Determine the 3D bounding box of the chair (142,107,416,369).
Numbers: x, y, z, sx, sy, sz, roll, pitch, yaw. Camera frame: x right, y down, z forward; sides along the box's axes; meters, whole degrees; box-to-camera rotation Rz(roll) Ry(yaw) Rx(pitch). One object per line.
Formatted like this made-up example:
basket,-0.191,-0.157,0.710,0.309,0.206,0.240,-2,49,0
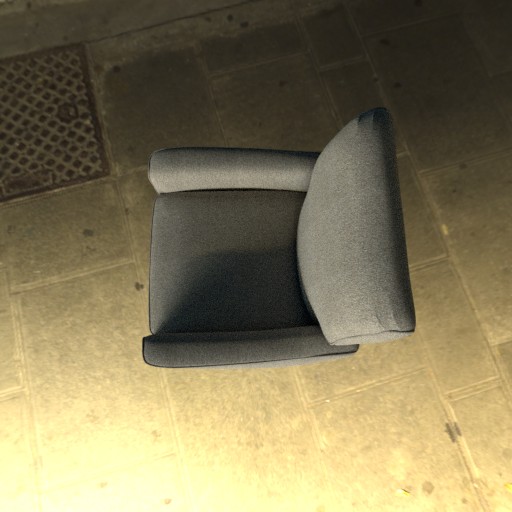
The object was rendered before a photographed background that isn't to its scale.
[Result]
chair,0.000,0.000,1.709,0.858,1.028,0.841,-2,76,0
